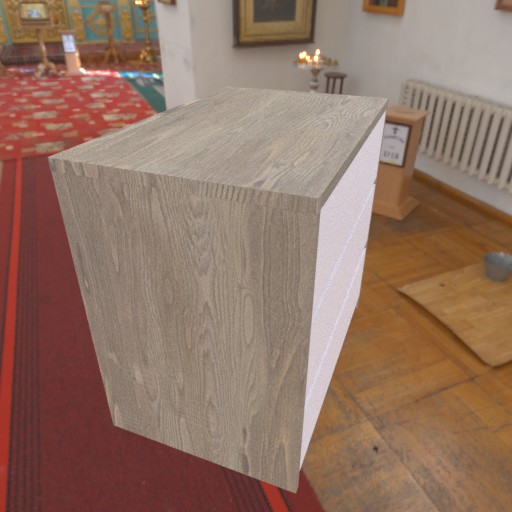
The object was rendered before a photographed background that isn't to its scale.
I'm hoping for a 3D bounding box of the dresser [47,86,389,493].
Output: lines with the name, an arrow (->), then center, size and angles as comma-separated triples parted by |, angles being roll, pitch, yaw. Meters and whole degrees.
dresser -> 0.000, 0.000, 1.273 | 0.529, 0.762, 0.809 | 11, 32, 19
